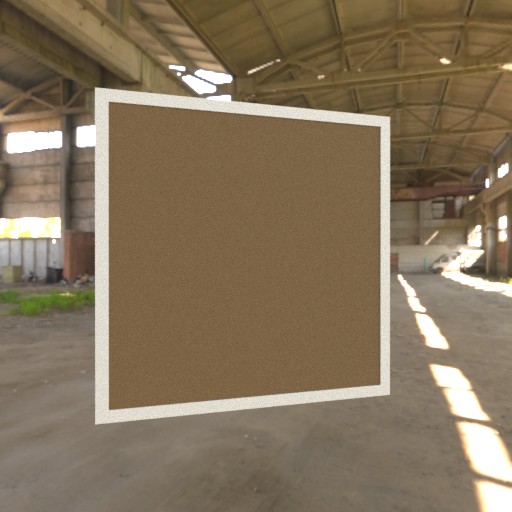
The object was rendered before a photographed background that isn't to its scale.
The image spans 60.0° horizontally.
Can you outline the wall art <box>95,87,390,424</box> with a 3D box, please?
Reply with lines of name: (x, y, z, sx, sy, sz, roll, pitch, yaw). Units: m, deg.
wall art: (0.000, 0.000, 1.189, 0.812, 0.812, 0.015, 0, 0, -16)
